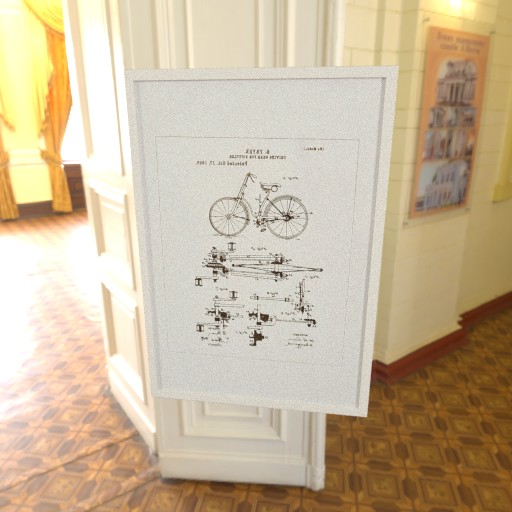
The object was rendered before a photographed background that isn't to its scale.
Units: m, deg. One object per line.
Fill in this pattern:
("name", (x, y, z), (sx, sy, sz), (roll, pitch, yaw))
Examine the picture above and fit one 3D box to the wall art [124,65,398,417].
("wall art", (0.000, 0.000, 0.609), (0.332, 0.477, 0.015), (3, 18, 8))
